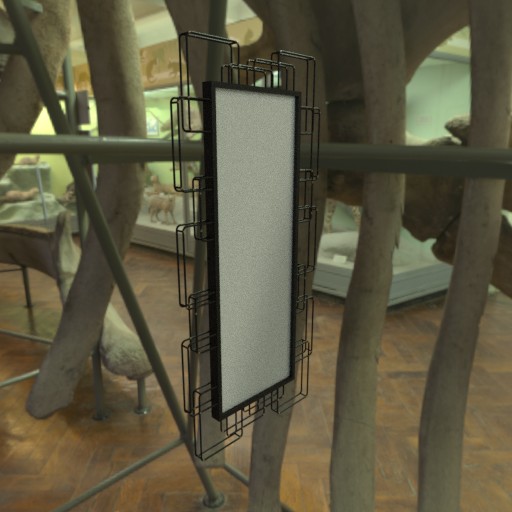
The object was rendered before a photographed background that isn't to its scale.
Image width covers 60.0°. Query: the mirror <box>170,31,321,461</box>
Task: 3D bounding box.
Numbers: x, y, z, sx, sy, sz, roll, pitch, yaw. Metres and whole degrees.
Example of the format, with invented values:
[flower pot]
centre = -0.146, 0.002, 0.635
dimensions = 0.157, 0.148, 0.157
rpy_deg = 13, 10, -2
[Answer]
[mirror]
centre = 0.000, 0.000, 1.370
dimensions = 0.037, 1.192, 0.565
rpy_deg = 14, 20, 43
